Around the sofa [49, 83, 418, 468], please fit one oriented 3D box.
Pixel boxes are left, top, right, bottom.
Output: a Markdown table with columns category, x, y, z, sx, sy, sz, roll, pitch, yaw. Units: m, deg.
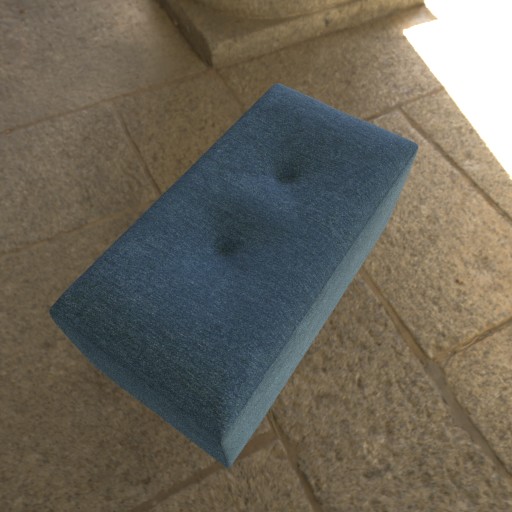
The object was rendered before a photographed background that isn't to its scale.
| category | x | y | z | sx | sy | sz | roll | pitch | yaw |
| --- | --- | --- | --- | --- | --- | --- | --- | --- | --- |
| sofa | 0.000 | 0.000 | 1.218 | 0.480 | 0.470 | 0.930 | 30 | 63 | 17 |
